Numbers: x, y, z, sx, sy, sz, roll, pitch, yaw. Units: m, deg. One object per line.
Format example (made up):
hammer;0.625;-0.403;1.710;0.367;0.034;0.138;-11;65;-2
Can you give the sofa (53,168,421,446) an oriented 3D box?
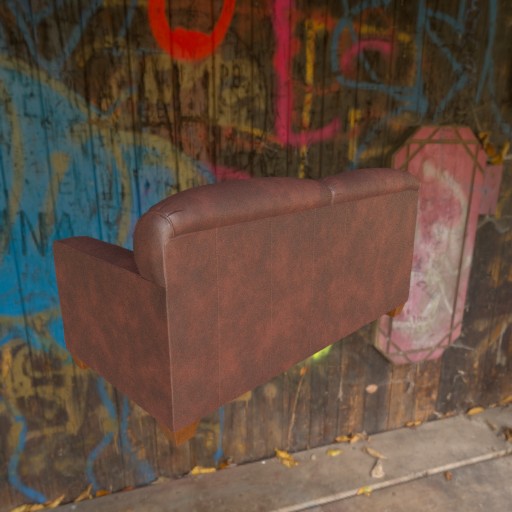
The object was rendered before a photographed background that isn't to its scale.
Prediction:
sofa;0.000;0.000;2.446;1.000;0.966;1.856;15;22;42
